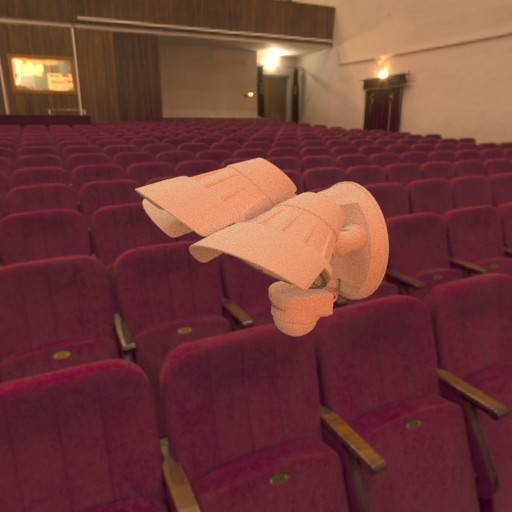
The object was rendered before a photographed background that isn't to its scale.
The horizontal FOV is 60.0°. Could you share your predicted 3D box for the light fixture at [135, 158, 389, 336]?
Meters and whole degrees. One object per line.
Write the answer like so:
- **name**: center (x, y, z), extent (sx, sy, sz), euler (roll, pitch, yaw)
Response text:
- **light fixture**: center (0.000, 0.000, 0.548), extent (0.278, 0.237, 0.369), euler (-8, 18, -24)
